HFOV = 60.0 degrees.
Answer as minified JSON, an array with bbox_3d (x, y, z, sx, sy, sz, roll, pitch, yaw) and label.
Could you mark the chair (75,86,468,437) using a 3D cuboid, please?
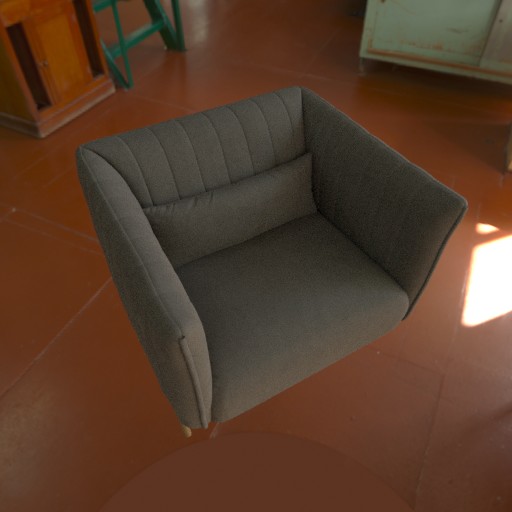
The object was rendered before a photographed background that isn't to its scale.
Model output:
[{"bbox_3d":[0.000,0.000,1.618,0.981,0.779,0.873,-23,51,-20],"label":"chair"}]
